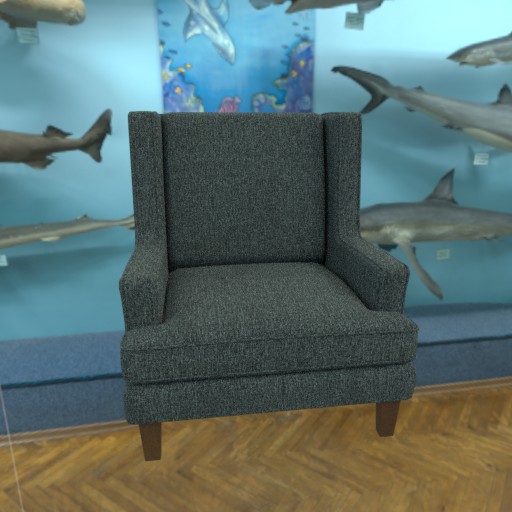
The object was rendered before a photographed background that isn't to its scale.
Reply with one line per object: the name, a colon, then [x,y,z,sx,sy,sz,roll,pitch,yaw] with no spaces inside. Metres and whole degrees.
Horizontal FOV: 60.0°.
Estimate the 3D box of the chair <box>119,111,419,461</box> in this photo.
chair: [0.000,0.000,1.716,0.942,1.082,0.927,-2,17,-8]
